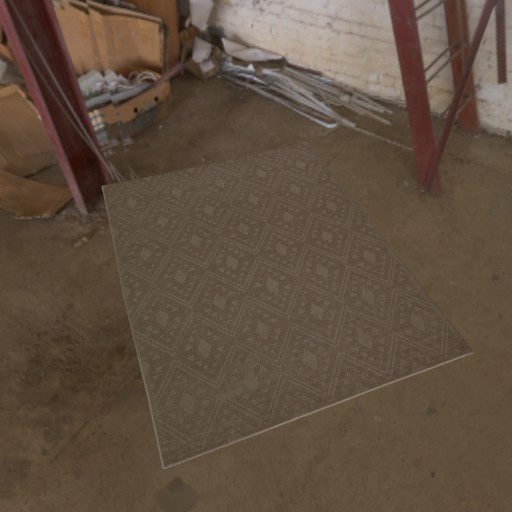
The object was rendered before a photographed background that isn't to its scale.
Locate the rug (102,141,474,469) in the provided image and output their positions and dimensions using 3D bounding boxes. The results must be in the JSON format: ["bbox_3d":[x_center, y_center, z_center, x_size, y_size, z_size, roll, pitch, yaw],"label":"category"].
[{"bbox_3d":[0.000,0.000,4.016,2.399,0.054,3.011,-15,49,-14],"label":"rug"}]
